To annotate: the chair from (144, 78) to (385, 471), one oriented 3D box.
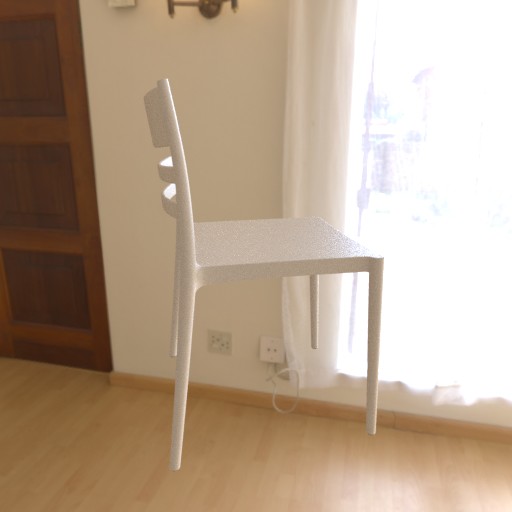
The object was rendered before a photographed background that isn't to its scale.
[{"bbox_3d":[0.000,0.000,1.141,0.511,0.800,0.531,-3,16,-10],"label":"chair"}]
